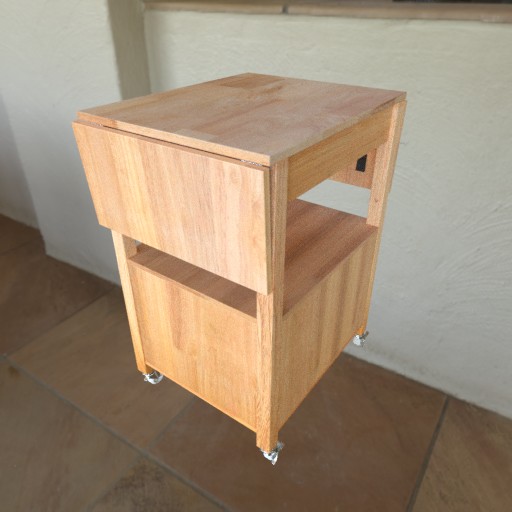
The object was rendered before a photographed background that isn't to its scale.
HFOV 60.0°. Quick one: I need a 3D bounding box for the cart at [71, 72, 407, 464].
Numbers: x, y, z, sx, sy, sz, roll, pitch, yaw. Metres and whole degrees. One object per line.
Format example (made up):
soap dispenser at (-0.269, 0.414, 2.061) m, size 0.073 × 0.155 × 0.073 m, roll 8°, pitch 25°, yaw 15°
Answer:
cart at (0.000, 0.000, 1.240) m, size 0.508 × 0.838 × 0.640 m, roll 21°, pitch 37°, yaw 30°
